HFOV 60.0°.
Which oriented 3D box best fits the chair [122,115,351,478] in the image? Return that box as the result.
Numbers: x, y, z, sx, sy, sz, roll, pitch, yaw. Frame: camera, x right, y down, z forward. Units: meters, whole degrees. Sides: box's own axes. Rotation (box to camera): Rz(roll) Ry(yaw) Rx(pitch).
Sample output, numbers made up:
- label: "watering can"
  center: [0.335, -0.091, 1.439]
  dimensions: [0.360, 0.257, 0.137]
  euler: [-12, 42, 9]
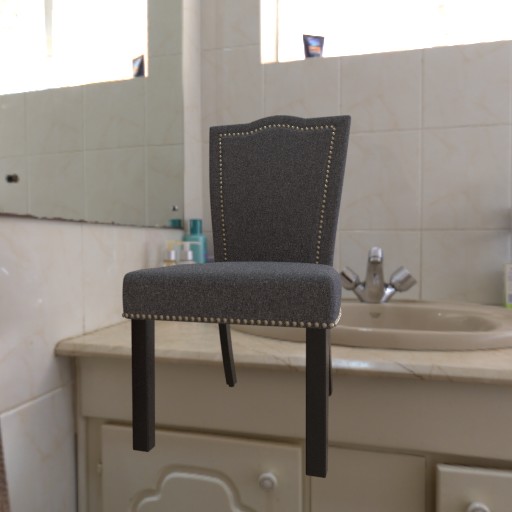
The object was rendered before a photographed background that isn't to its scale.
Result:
- label: "chair"
  center: [0.000, 0.000, 1.270]
  dimensions: [0.518, 0.946, 0.589]
  euler: [0, 1, 16]
